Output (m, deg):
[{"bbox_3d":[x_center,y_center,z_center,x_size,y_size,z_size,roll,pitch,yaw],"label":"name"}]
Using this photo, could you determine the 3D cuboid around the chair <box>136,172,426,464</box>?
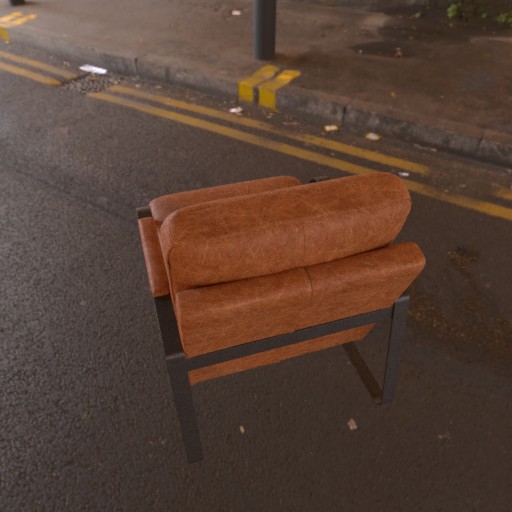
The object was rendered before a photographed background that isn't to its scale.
[{"bbox_3d":[0.000,0.000,1.363,0.651,0.777,0.801,-12,43,-13],"label":"chair"}]
